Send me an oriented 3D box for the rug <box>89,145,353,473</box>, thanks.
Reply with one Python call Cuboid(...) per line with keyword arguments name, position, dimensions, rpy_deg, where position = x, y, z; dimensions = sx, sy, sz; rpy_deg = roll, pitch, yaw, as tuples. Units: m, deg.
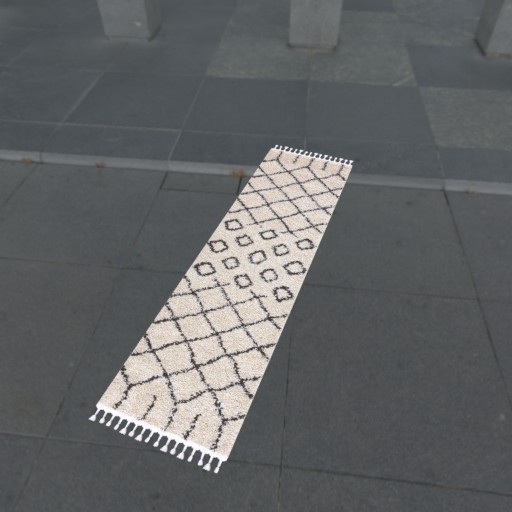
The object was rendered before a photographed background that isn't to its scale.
Cuboid(name="rug", position=(0.000, 0.000, 2.713), dimensions=(0.660, 0.005, 2.464), rpy_deg=(16, 48, 15))
